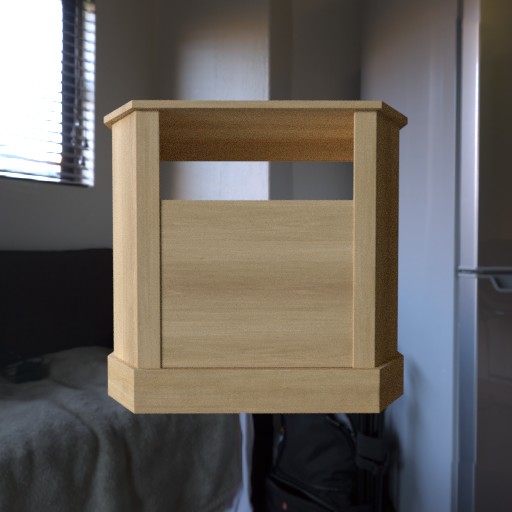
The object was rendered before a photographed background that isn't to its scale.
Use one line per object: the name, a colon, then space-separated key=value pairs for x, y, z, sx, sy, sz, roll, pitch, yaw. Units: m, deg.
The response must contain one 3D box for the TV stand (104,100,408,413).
TV stand: x=0.000 y=0.000 z=1.319 sx=0.851 sy=0.781 sz=0.425 roll=0 pitch=2 yaw=0
